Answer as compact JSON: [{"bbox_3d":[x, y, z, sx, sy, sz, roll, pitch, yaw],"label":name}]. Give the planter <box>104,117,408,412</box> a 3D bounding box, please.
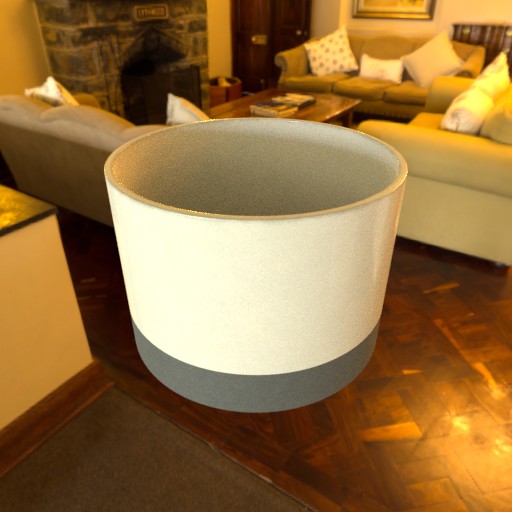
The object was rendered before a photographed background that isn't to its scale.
[{"bbox_3d":[0.000,0.000,0.222,0.128,0.105,0.128,0,31,0],"label":"planter"}]
